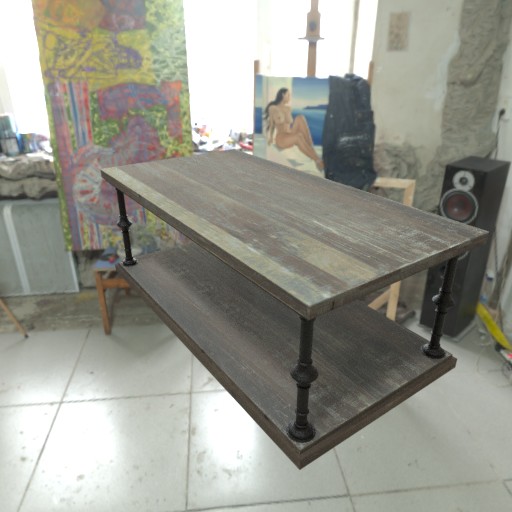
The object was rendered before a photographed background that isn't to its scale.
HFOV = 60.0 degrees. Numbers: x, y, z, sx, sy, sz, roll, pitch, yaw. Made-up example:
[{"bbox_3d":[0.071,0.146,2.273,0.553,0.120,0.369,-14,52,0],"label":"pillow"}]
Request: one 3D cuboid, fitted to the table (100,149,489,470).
[{"bbox_3d":[0.000,0.000,1.371,0.554,0.399,1.088,-17,31,-31],"label":"table"}]
